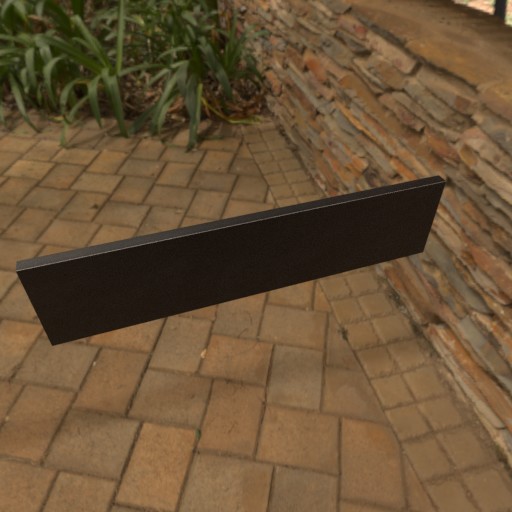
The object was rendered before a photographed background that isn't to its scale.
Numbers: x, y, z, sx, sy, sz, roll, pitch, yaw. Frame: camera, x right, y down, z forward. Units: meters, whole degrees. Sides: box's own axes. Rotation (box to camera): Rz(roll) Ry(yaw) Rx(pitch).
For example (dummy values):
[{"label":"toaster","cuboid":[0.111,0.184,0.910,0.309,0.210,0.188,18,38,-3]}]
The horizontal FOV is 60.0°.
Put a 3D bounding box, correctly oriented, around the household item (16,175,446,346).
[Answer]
[{"label":"household item","cuboid":[0.000,0.000,1.075,1.001,0.236,0.030,-13,43,-14]}]
